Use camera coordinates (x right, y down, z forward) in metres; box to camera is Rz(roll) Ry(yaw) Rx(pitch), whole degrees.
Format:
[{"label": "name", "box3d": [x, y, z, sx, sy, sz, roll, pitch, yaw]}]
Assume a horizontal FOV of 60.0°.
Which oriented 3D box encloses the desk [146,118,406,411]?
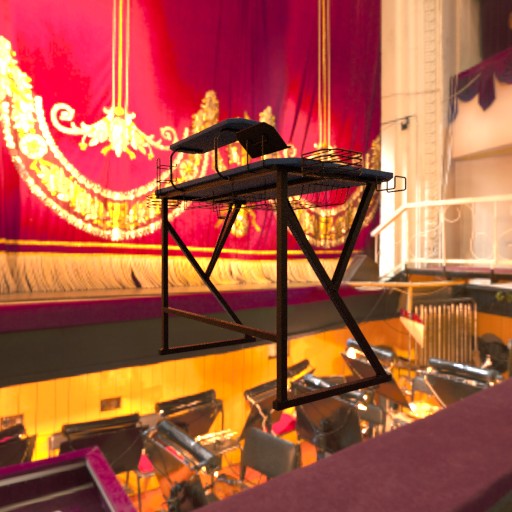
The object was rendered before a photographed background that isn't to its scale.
[{"label": "desk", "box3d": [0.000, 0.000, 1.805, 0.594, 0.909, 1.295, 0, 1, -35]}]
